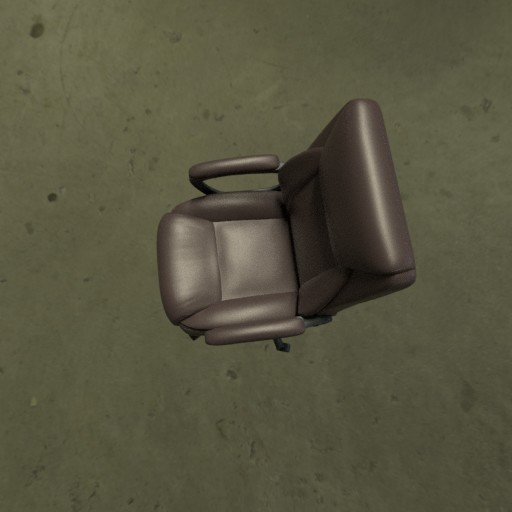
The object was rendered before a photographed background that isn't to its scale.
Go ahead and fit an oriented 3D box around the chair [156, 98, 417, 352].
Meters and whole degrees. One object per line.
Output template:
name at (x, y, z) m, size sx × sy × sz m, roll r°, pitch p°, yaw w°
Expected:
chair at (0.000, 0.000, 1.466) m, size 0.655 × 1.072 × 0.615 m, roll -7°, pitch 76°, yaw -2°
